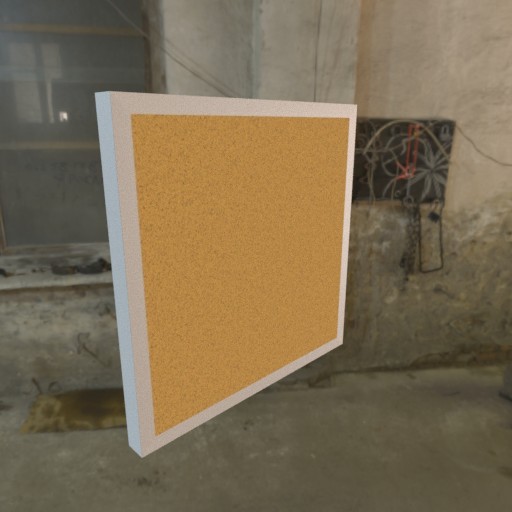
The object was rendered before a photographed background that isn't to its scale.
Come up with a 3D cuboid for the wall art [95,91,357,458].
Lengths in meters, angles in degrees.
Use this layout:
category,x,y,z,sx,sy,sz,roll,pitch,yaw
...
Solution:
category,x,y,z,sx,sy,sz,roll,pitch,yaw
wall art,0.000,0.000,1.942,1.289,1.291,0.098,-16,23,-42
